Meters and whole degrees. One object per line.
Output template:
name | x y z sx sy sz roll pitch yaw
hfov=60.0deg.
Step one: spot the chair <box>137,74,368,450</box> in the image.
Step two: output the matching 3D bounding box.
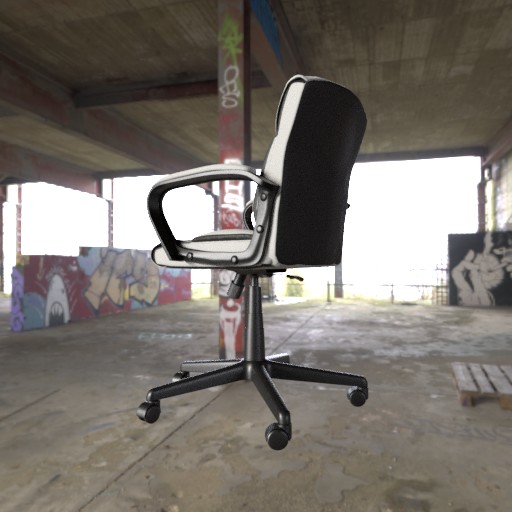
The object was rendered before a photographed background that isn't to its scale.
chair | 0.000 0.000 1.523 0.717 1.004 0.739 -1 -1 36
